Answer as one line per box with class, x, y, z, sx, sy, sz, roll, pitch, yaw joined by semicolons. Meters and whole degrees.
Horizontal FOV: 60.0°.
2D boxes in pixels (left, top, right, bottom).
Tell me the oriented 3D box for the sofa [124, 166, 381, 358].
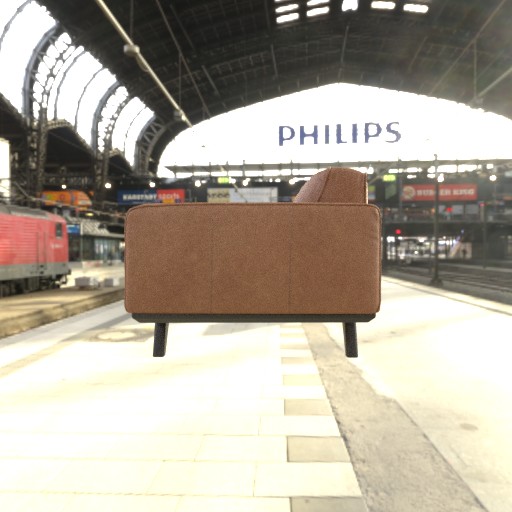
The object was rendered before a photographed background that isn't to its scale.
sofa;0.000;0.000;2.731;0.953;0.780;2.270;0;1;1
